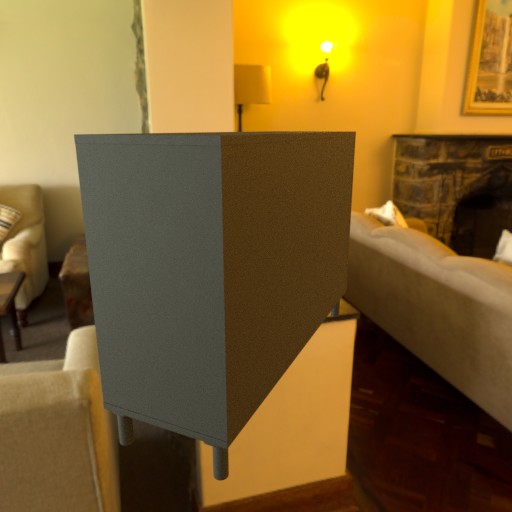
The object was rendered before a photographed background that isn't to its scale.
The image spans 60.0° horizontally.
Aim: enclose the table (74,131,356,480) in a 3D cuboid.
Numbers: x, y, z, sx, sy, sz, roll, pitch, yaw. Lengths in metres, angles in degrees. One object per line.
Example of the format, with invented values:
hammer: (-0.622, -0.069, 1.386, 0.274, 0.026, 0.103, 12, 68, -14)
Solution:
table: (0.000, 0.000, 1.593, 0.400, 0.855, 1.200, 7, 18, 24)
